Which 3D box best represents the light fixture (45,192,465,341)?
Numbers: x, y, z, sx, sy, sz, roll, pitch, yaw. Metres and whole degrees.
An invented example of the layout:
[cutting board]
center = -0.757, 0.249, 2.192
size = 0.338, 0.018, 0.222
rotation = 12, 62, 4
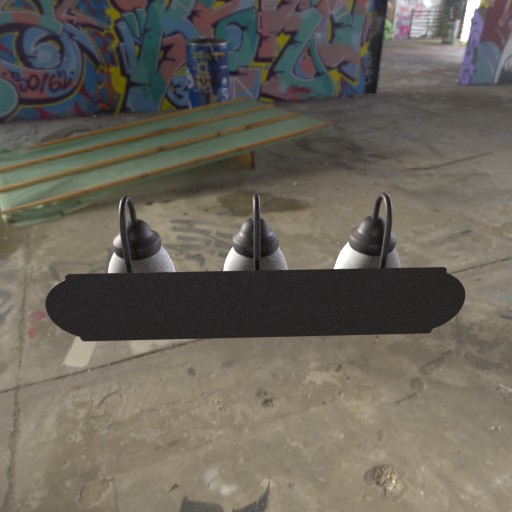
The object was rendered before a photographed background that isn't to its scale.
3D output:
[light fixture]
center = 0.000, 0.000, 0.719
size = 0.610, 0.222, 0.199
rotation = -1, 30, -2
